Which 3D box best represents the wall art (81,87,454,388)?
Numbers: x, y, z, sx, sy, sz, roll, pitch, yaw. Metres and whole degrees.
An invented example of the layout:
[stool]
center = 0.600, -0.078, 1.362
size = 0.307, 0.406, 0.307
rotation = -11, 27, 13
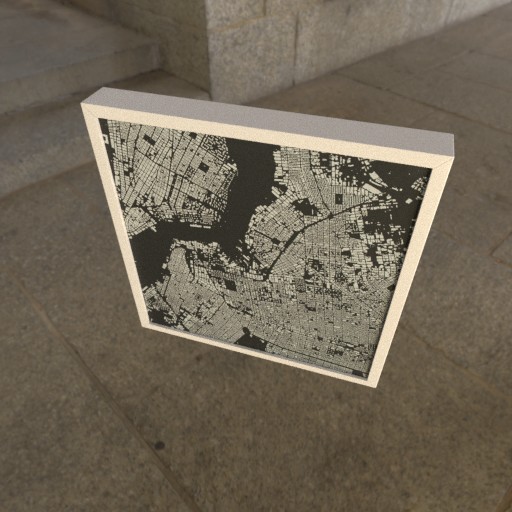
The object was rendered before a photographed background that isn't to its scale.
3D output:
[wall art]
center = 0.000, 0.000, 0.463
size = 0.305, 0.305, 0.037
rotation = 12, 44, 13
